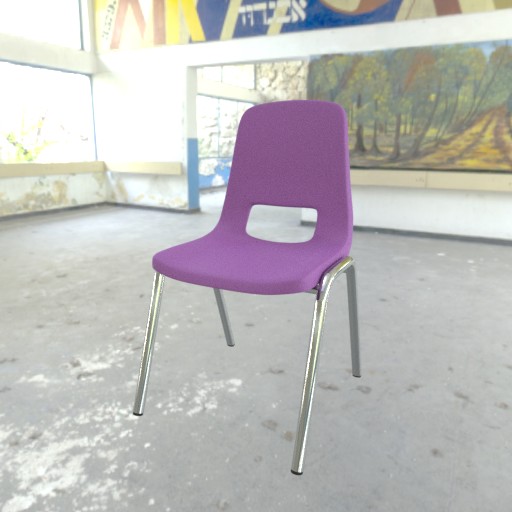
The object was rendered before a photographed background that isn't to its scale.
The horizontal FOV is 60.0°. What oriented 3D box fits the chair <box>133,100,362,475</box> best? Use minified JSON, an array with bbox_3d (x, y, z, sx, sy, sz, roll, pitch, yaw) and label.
[{"bbox_3d":[0.000,0.000,0.706,0.291,0.493,0.301,7,16,27],"label":"chair"}]
